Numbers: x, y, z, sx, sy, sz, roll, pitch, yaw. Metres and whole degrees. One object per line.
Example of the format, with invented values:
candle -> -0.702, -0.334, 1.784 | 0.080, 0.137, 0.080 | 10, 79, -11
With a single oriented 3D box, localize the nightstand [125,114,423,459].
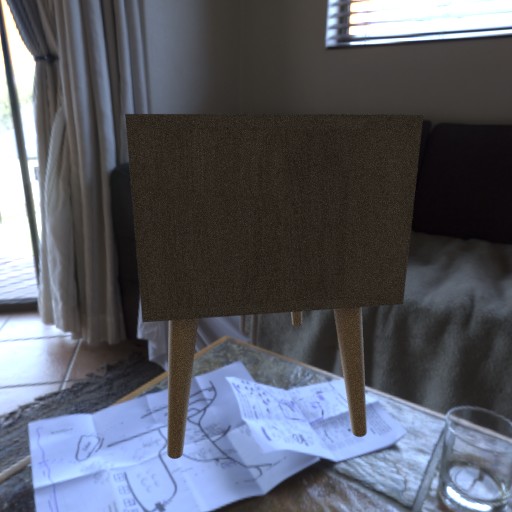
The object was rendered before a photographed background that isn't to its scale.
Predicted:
nightstand -> 0.000, 0.000, 0.826 | 0.380, 0.500, 0.450 | -3, 18, -9
